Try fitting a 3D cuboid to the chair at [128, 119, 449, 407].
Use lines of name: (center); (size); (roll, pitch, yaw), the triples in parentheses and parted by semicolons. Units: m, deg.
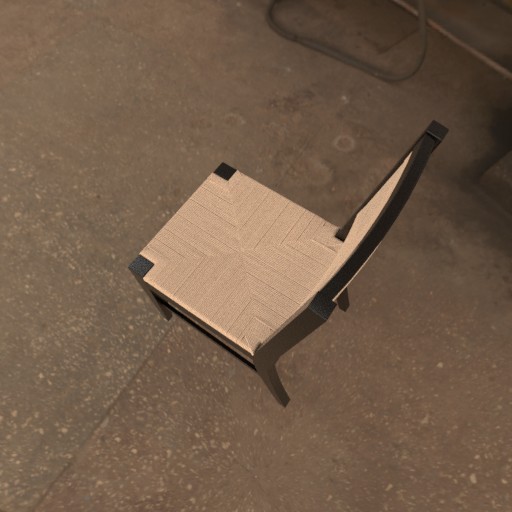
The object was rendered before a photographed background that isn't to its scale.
chair: (0.000, 0.000, 1.189); (0.552, 0.927, 0.437); (32, 68, 15)
